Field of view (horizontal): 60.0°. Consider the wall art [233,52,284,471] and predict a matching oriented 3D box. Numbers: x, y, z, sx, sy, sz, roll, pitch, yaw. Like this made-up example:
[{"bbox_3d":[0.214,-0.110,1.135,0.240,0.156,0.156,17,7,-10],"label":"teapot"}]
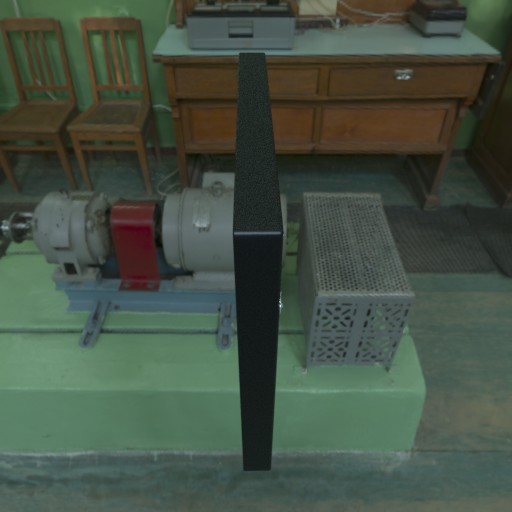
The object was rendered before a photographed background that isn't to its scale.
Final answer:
[{"bbox_3d":[0.000,0.000,0.605,0.041,0.407,0.406,-1,42,-1],"label":"wall art"}]
